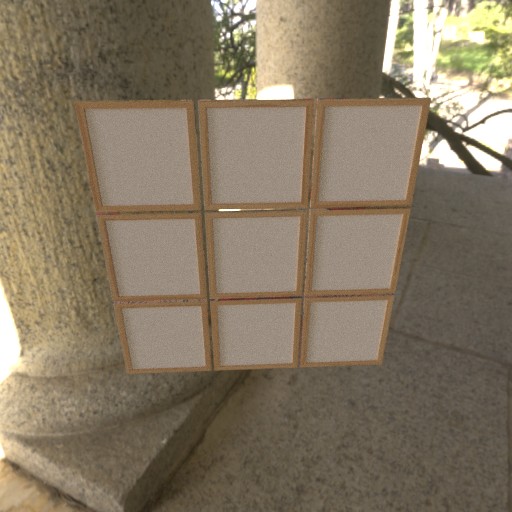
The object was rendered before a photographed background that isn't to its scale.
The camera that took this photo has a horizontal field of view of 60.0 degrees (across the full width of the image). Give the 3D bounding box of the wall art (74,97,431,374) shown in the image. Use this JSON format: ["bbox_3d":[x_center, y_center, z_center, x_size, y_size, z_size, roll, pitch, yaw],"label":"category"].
[{"bbox_3d":[0.000,0.000,1.351,0.904,0.913,0.013,-1,30,-3],"label":"wall art"}]
